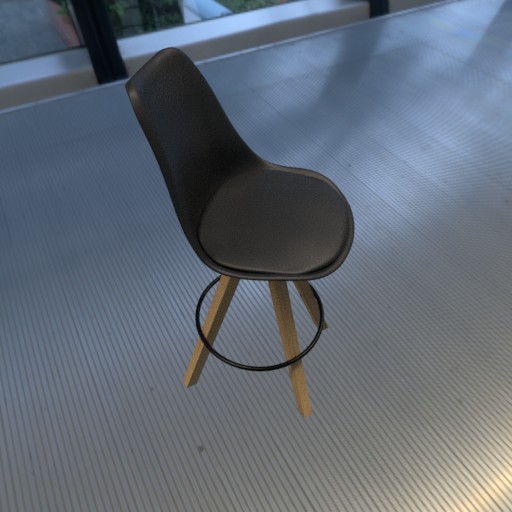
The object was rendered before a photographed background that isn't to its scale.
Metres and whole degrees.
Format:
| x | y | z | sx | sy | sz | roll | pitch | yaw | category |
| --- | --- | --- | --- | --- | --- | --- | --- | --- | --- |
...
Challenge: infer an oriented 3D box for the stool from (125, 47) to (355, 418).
| x | y | z | sx | sy | sz | roll | pitch | yaw | category |
| --- | --- | --- | --- | --- | --- | --- | --- | --- | --- |
| 0.000 | 0.000 | 1.358 | 0.550 | 1.115 | 0.485 | 11 | 47 | 10 | stool |
